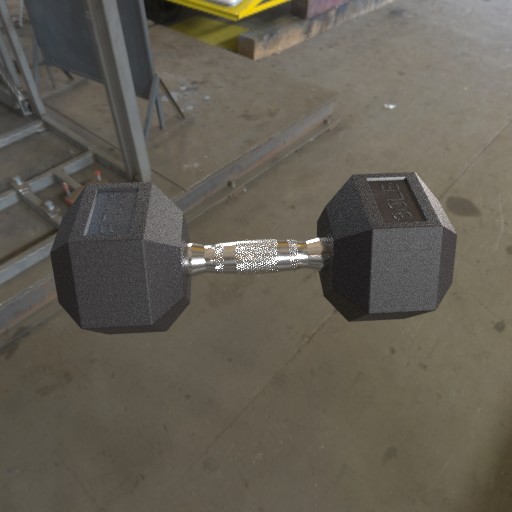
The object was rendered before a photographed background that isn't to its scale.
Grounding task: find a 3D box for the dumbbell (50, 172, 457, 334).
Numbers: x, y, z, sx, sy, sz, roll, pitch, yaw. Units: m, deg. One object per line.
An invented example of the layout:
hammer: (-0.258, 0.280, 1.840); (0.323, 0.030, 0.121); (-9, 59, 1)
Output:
dumbbell: (0.000, 0.000, 0.407); (0.337, 0.123, 0.142); (-3, 47, -2)
